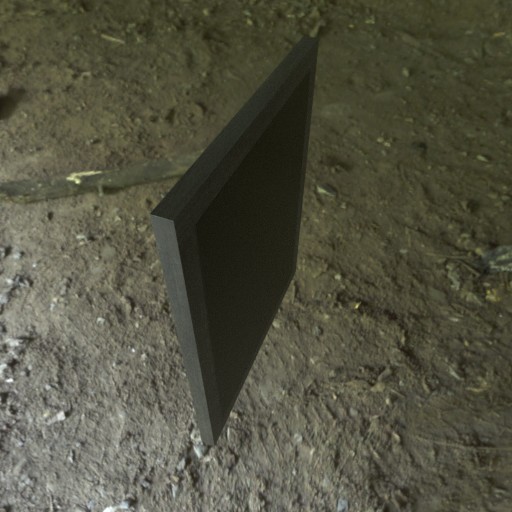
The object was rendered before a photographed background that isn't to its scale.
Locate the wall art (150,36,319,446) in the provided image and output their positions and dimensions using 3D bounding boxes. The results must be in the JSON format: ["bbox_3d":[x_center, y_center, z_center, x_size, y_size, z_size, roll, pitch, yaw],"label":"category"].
[{"bbox_3d":[0.000,0.000,0.789,0.027,0.580,0.479,17,49,15],"label":"wall art"}]
